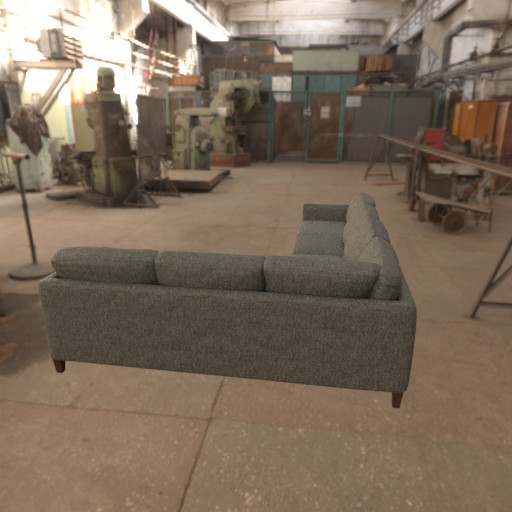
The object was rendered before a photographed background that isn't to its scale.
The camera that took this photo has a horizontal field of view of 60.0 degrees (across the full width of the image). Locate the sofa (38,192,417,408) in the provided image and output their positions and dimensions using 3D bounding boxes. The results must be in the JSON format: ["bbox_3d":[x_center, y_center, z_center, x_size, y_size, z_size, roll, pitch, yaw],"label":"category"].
[{"bbox_3d":[0.000,0.000,4.485,2.593,0.947,3.302,3,18,9],"label":"sofa"}]
